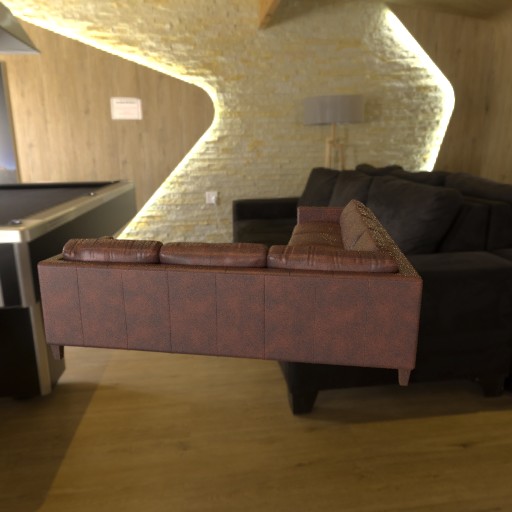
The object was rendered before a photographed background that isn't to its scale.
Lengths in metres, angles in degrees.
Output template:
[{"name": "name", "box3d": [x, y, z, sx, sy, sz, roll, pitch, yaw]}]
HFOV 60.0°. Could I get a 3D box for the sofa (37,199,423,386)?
[{"name": "sofa", "box3d": [0.000, 0.000, 4.290, 2.438, 0.836, 3.152, 2, 14, 8]}]
